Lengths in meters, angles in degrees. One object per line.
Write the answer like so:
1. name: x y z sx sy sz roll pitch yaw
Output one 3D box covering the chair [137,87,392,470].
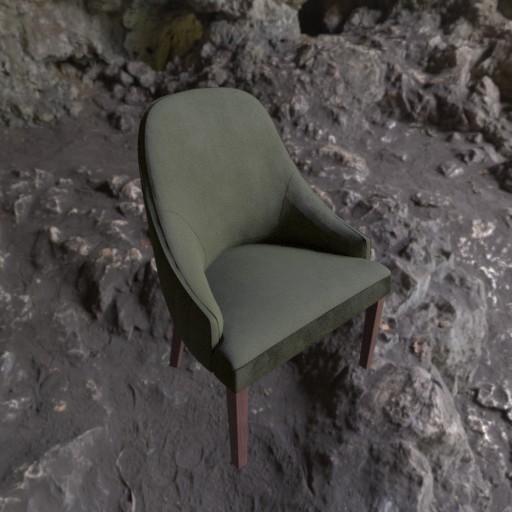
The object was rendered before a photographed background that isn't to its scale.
1. chair: 0.000 0.000 1.333 0.643 0.889 0.575 -24 38 -35
